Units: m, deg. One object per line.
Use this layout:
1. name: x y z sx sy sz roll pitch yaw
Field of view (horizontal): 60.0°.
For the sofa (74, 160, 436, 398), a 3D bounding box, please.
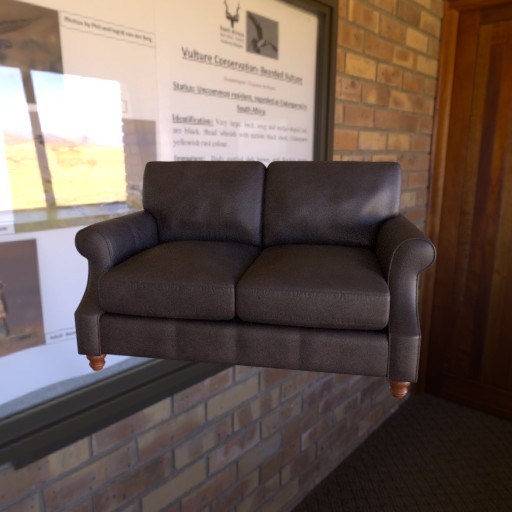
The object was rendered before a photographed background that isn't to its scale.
1. sofa: 0.000 0.000 2.344 1.663 0.979 1.030 2 13 10
